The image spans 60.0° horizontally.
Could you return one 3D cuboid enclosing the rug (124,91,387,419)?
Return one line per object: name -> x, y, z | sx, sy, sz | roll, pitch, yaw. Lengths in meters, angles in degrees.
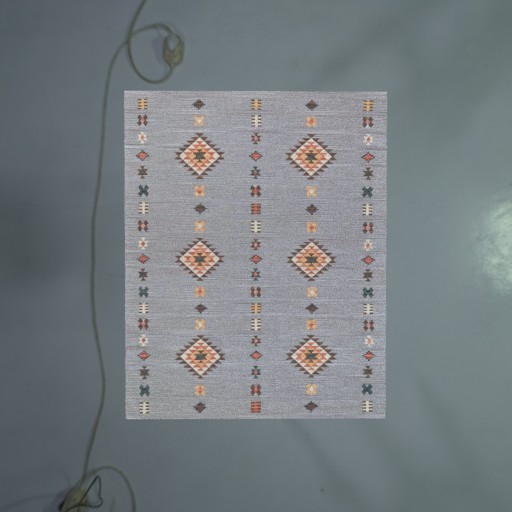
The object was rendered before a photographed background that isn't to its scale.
rug -> 0.000, 0.000, 4.112 | 2.425, 0.008, 3.035 | 0, 91, -1
